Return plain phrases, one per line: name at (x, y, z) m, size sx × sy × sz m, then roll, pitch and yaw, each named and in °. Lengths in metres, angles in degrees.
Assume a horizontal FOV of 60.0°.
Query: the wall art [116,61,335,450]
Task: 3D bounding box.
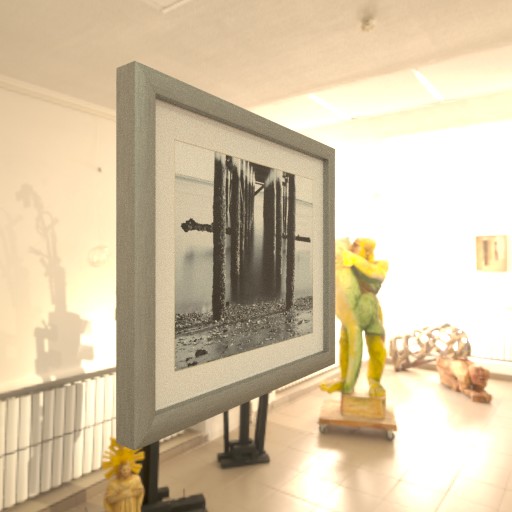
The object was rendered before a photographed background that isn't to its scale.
wall art at (0.000, 0.000, 0.535) m, size 0.028 × 0.330 × 0.380 m, roll 0°, pitch 0°, yaw 36°
